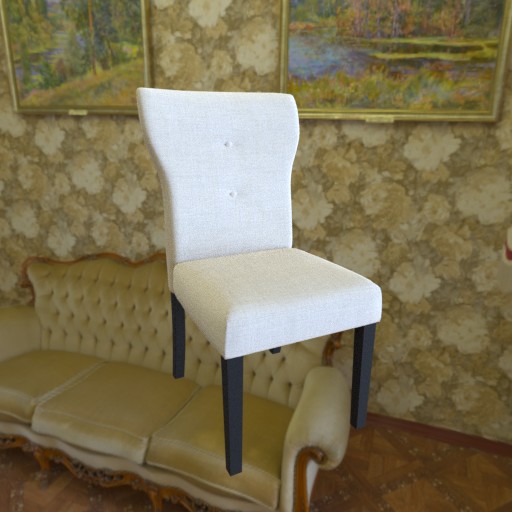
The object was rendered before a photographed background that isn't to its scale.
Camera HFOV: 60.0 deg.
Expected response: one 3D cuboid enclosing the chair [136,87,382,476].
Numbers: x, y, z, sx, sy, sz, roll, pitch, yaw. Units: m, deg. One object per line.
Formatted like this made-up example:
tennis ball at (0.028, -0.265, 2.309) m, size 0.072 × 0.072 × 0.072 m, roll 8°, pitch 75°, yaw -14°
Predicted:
chair at (0.000, 0.000, 1.269) m, size 0.509 × 0.921 × 0.597 m, roll -8°, pitch 19°, yaw -25°
